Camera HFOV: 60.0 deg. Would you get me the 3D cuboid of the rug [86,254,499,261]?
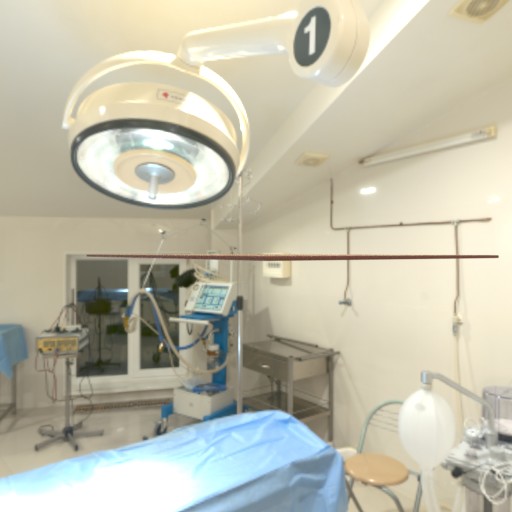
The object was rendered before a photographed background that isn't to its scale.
[{"bbox_3d":[0.000,0.000,5.667,3.033,0.033,4.578,0,0,-35],"label":"rug"}]
